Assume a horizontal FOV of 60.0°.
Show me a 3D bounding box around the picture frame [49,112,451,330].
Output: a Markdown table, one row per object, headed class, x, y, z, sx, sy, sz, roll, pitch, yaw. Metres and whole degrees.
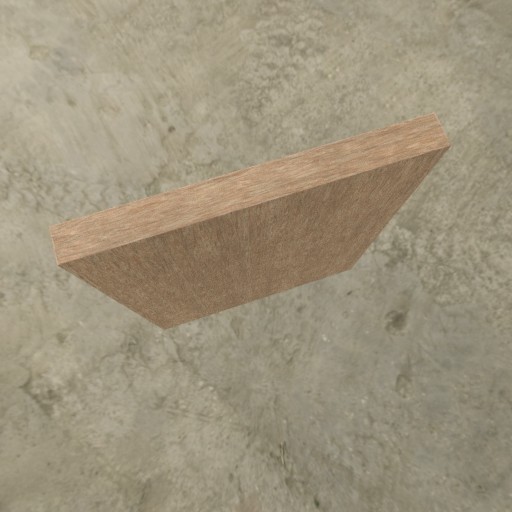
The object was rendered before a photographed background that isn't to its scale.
| class | x | y | z | sx | sy | sz | roll | pitch | yaw |
| --- | --- | --- | --- | --- | --- | --- | --- | --- | --- |
| picture frame | 0.000 | 0.000 | 0.712 | 0.424 | 0.526 | 0.043 | -17 | 74 | -5 |
